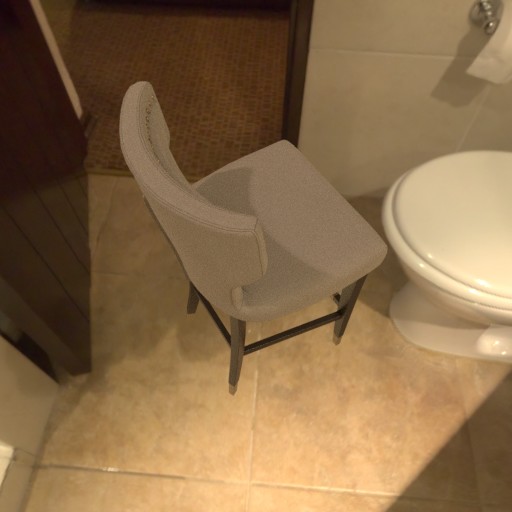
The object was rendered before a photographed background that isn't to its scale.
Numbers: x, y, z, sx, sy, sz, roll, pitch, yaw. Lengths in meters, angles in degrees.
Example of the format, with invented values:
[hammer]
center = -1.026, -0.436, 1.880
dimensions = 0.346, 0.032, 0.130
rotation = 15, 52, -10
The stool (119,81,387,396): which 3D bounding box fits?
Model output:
[stool]
center = 0.000, 0.000, 1.385
dimensions = 0.563, 1.092, 0.526
rotation = -28, 61, -17
